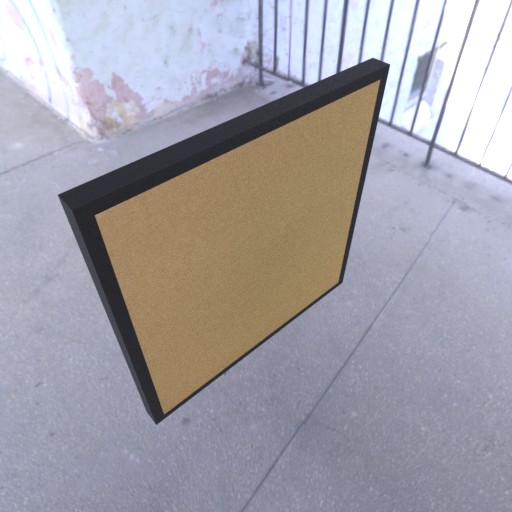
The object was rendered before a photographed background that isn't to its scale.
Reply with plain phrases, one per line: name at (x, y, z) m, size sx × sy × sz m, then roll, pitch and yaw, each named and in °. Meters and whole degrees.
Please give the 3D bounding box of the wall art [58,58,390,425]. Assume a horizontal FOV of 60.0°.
wall art at (0.000, 0.000, 0.741) m, size 0.508 × 0.507 × 0.033 m, roll -33°, pitch 54°, yaw -27°
